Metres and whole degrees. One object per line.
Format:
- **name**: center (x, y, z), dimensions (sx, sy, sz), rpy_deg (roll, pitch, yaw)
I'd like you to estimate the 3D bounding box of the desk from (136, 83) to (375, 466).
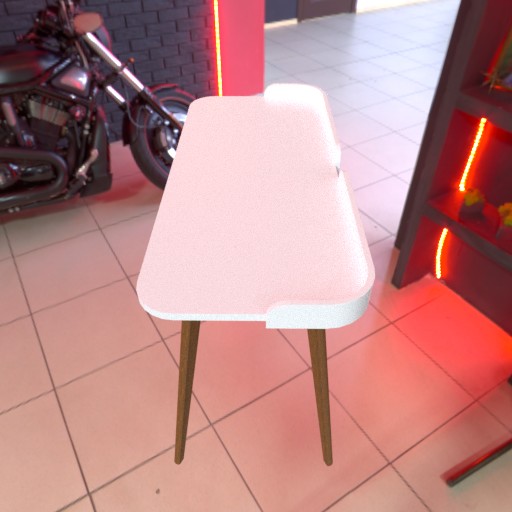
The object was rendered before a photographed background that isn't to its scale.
- **desk**: center (0.000, 0.000, 1.615), dimensions (0.534, 0.807, 1.206), rpy_deg (0, 42, 0)
